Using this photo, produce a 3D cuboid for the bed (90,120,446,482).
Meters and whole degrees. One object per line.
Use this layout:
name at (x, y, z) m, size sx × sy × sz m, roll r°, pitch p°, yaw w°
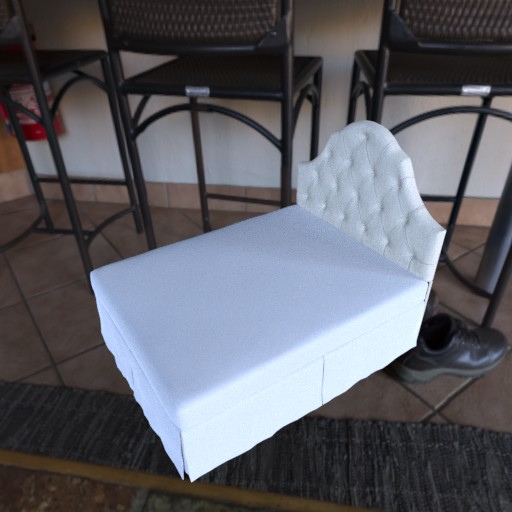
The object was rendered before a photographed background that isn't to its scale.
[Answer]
bed at (0.000, 0.000, 3.174) m, size 2.092 × 1.575 × 1.627 m, roll -20°, pitch 39°, yaw -28°
